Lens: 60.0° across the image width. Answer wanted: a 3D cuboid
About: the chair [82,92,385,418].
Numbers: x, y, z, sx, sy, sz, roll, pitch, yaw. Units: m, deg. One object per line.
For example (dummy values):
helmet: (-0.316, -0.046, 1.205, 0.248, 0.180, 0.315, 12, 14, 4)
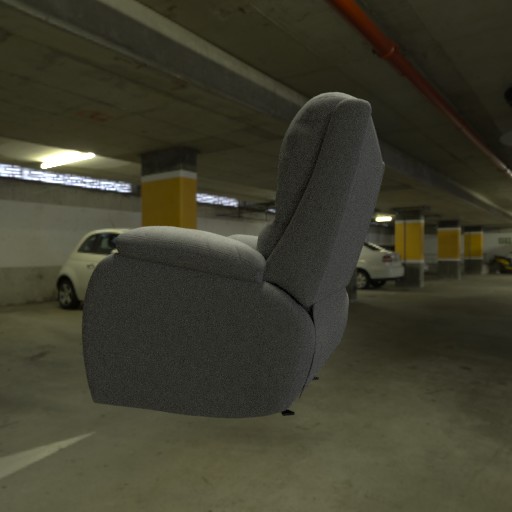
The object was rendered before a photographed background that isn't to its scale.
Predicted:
chair: (0.000, 0.000, 1.673, 0.899, 1.011, 0.930, 0, 0, 19)
